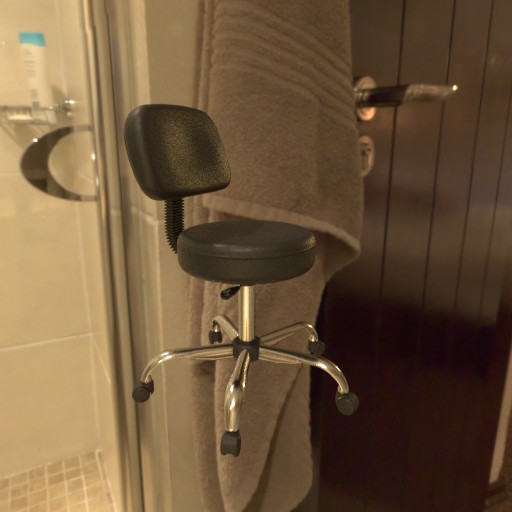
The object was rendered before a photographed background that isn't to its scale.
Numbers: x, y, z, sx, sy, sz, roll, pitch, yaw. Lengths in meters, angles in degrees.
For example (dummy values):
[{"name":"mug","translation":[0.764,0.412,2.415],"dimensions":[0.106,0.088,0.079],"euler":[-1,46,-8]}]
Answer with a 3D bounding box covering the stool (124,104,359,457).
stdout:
[{"name":"stool","translation":[0.000,0.000,1.301],"dimensions":[0.648,0.862,0.673],"euler":[7,16,26]}]
